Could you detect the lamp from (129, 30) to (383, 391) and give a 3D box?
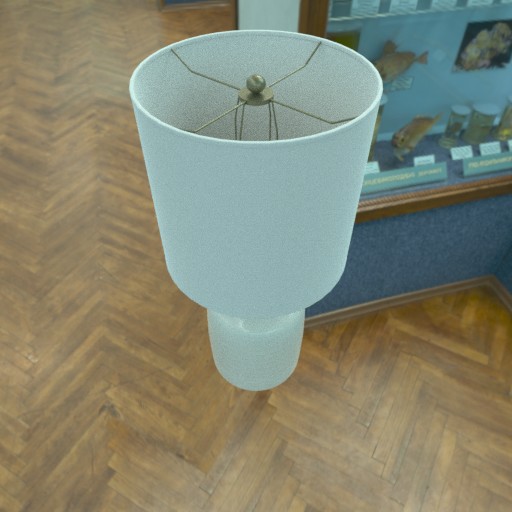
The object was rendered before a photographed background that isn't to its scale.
[{"bbox_3d":[0.000,0.000,0.475,0.188,0.392,0.188,-10,47,-9],"label":"lamp"}]
